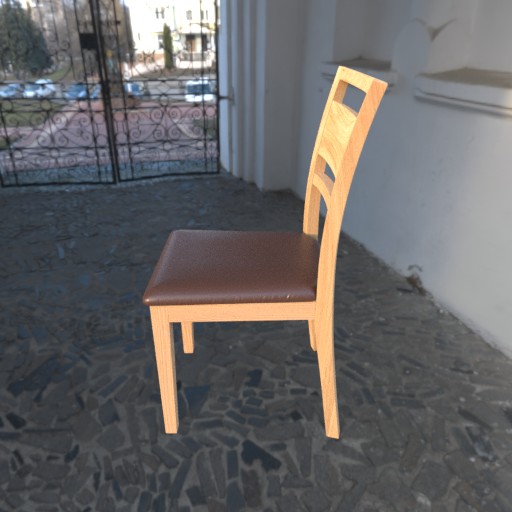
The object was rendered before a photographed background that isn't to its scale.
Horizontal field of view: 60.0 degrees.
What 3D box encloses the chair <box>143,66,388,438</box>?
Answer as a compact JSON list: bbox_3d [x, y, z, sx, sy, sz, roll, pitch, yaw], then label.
[{"bbox_3d":[0.000,0.000,1.221,0.545,0.940,0.420,0,27,0],"label":"chair"}]
